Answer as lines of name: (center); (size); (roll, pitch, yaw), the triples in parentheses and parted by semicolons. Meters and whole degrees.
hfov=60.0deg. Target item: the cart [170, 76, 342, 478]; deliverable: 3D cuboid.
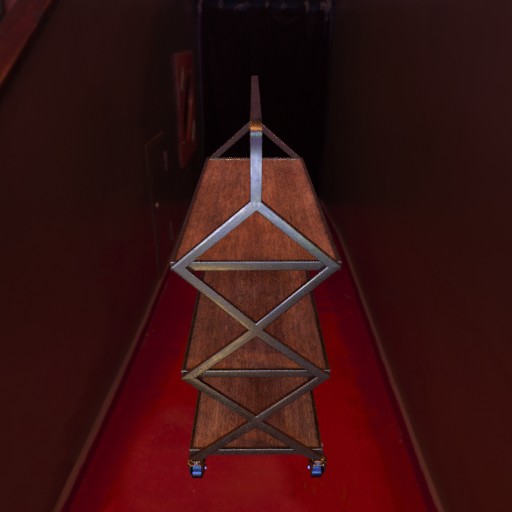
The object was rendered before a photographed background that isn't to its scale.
cart: (0.000, 0.000, 1.139); (0.313, 0.805, 0.723); (0, 27, 0)
